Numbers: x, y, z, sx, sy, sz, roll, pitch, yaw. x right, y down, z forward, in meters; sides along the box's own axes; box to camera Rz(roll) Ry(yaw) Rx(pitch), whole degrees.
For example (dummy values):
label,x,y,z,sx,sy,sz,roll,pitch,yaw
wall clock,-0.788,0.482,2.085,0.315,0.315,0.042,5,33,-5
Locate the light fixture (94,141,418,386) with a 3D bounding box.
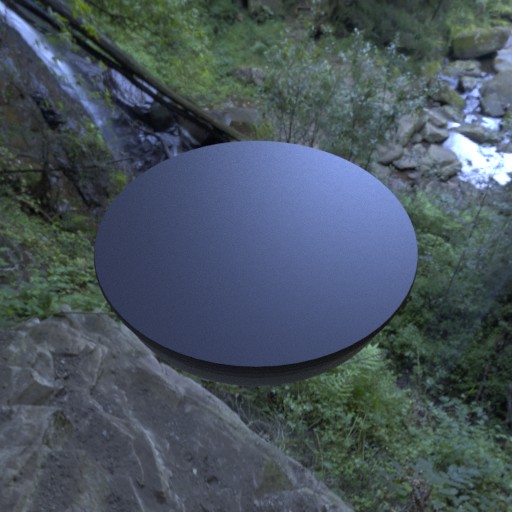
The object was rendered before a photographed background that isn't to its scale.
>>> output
label,x,y,z,sx,sy,sz,roll,pitch,yaw
light fixture,0.000,0.000,0.551,0.368,0.100,0.368,0,46,0
